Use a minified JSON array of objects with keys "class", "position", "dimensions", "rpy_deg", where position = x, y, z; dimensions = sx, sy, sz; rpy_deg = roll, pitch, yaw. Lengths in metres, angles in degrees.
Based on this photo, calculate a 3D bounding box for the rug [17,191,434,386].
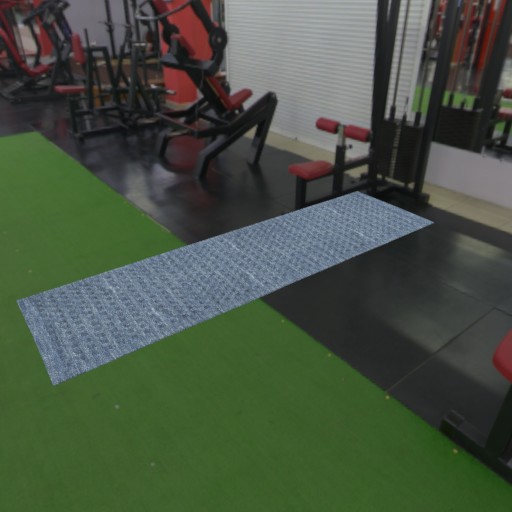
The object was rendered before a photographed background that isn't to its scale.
[{"class":"rug","position":[0.000,0.000,2.582],"dimensions":[2.443,0.008,0.688],"rpy_deg":[-20,36,-30]}]
